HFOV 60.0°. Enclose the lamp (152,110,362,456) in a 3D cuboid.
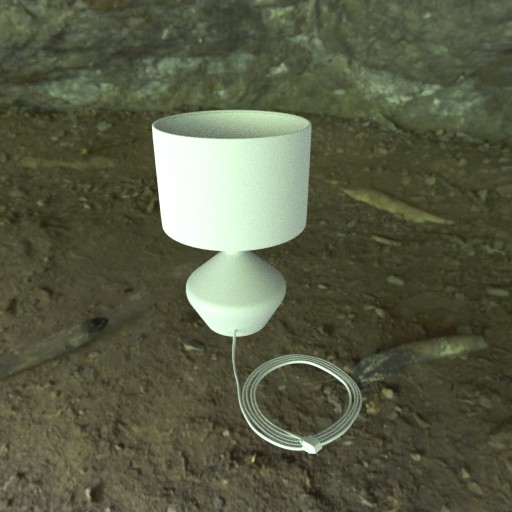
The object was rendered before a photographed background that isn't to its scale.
[{"bbox_3d":[0.000,0.000,0.851,0.401,0.457,0.546,0,27,1],"label":"lamp"}]
